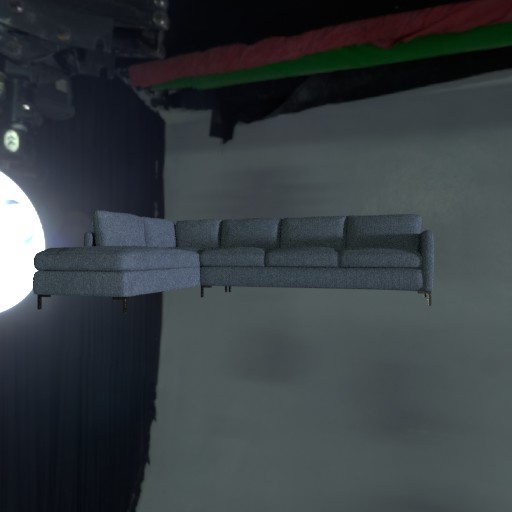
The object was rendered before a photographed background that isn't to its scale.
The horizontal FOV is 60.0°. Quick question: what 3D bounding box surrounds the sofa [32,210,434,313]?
[{"bbox_3d":[0.000,0.000,3.846,2.949,0.815,2.007,0,0,18],"label":"sofa"}]
